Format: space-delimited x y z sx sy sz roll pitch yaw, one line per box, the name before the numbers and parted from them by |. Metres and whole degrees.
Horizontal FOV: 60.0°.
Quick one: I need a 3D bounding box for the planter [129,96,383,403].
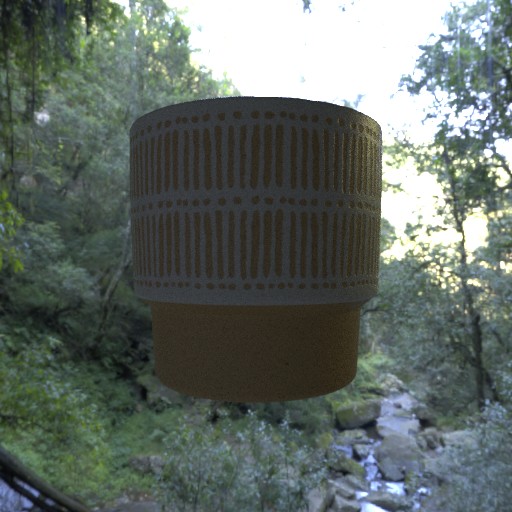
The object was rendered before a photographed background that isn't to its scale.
planter | 0.000 0.000 0.575 0.317 0.303 0.317 0 0 0
